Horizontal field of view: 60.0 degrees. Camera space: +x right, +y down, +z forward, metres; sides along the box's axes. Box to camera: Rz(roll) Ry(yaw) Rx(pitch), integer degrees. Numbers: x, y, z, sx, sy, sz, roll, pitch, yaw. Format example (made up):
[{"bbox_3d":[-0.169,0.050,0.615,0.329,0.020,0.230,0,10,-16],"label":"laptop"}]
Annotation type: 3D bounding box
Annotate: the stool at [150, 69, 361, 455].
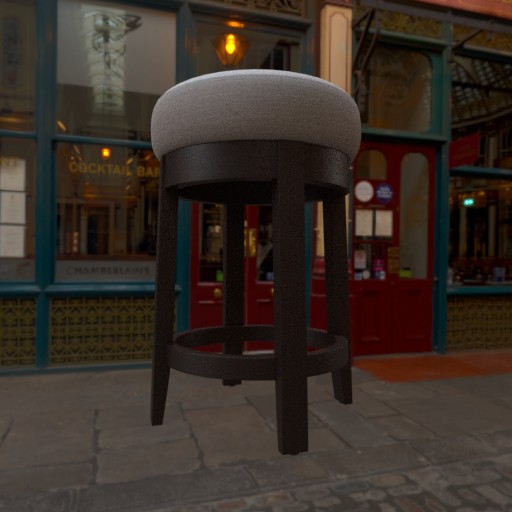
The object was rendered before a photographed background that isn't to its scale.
[{"bbox_3d":[0.000,0.000,0.956,0.443,0.672,0.443,0,0,0],"label":"stool"}]
